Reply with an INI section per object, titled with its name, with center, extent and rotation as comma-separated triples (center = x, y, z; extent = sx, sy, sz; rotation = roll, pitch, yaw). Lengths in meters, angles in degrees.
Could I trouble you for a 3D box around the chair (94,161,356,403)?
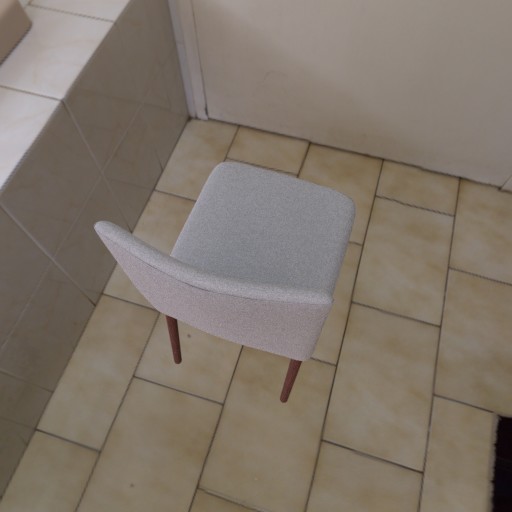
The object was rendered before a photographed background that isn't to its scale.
[chair]
center = 0.000, 0.000, 1.199
extent = 0.456, 0.859, 0.570
rotation = 18, 65, 9
